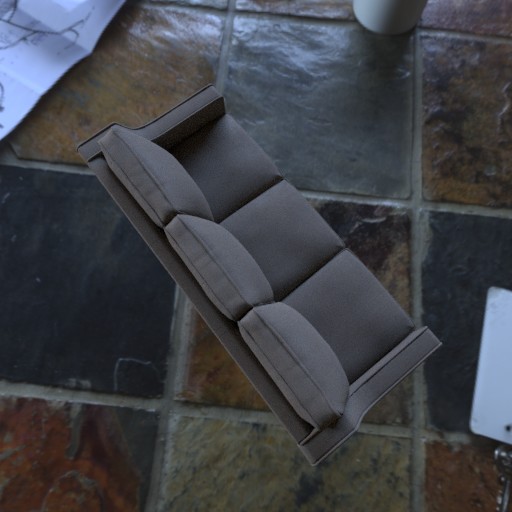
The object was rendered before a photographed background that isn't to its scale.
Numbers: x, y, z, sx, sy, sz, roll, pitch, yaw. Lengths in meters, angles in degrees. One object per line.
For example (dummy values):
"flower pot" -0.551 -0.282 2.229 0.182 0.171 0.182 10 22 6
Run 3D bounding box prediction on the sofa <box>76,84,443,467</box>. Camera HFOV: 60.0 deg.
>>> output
"sofa" 0.000 0.000 2.547 0.911 0.974 1.986 -37 77 -10
